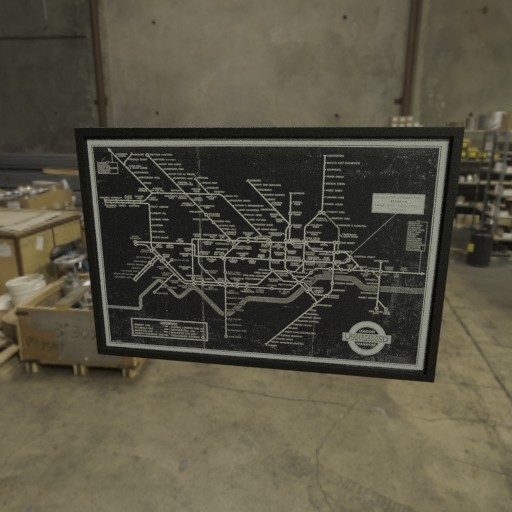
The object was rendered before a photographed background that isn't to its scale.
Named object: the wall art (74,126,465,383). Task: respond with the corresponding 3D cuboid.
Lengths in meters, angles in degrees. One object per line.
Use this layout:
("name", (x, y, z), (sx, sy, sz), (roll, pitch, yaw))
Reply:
("wall art", (0.000, 0.000, 1.452), (1.192, 0.811, 0.013), (3, 16, 9))
